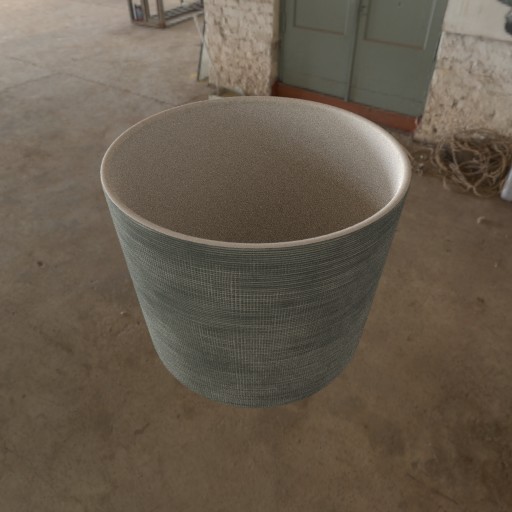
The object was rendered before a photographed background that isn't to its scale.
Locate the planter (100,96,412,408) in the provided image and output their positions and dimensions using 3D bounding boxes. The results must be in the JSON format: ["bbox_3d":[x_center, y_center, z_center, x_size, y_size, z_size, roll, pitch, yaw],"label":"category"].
[{"bbox_3d":[0.000,0.000,0.776,0.440,0.398,0.440,0,41,0],"label":"planter"}]
